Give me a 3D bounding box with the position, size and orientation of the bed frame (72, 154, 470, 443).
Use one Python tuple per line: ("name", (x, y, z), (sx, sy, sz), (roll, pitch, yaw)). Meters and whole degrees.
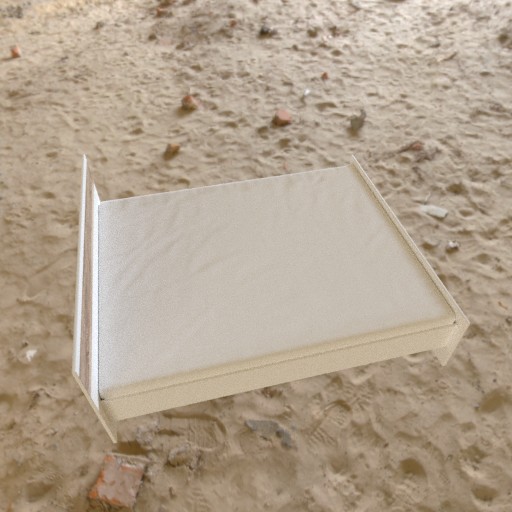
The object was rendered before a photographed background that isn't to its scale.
("bed frame", (0.000, 0.000, 2.949), (2.060, 0.800, 1.720), (-10, 47, -9))
